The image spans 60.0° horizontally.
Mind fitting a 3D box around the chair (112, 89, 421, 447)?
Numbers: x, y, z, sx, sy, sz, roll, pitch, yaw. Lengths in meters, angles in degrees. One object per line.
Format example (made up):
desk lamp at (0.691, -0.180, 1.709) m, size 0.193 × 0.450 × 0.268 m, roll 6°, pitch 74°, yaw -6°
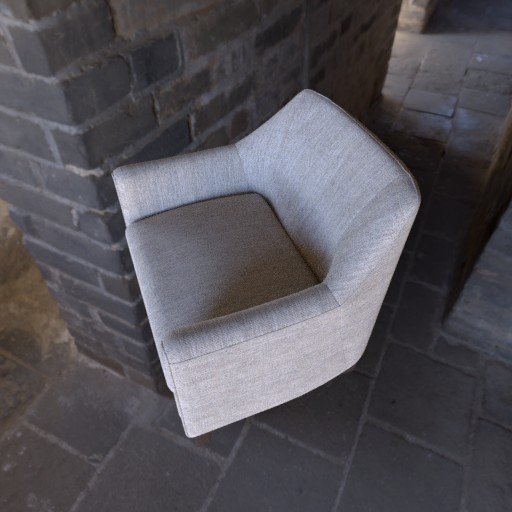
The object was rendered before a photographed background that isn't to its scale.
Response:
chair at (0.000, 0.000, 1.449) m, size 0.758 × 0.761 × 0.796 m, roll -16°, pitch 48°, yaw -15°
